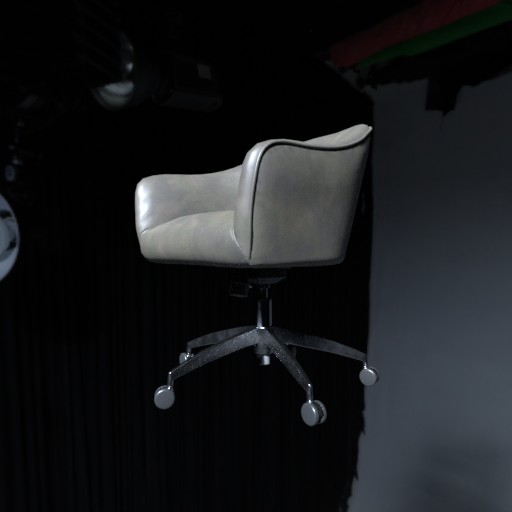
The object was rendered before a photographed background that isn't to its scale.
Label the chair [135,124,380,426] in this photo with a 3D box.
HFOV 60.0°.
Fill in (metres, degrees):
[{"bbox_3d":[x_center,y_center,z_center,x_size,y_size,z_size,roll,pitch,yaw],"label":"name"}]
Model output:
[{"bbox_3d":[0.000,0.000,1.399,0.689,0.827,0.713,-1,1,-38],"label":"chair"}]
